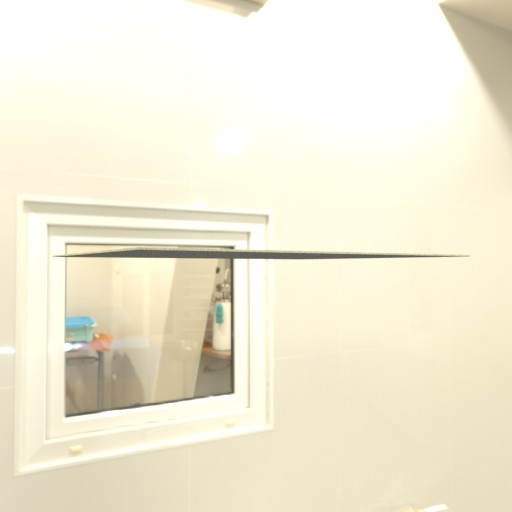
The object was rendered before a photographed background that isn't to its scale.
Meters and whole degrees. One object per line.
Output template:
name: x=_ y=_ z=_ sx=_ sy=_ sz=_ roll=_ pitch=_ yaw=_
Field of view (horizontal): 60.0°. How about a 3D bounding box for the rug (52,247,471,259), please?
rug: x=0.000 y=0.000 z=4.262 sx=3.204 sy=0.016 sz=2.452 roll=1 pitch=-1 yaw=-34
